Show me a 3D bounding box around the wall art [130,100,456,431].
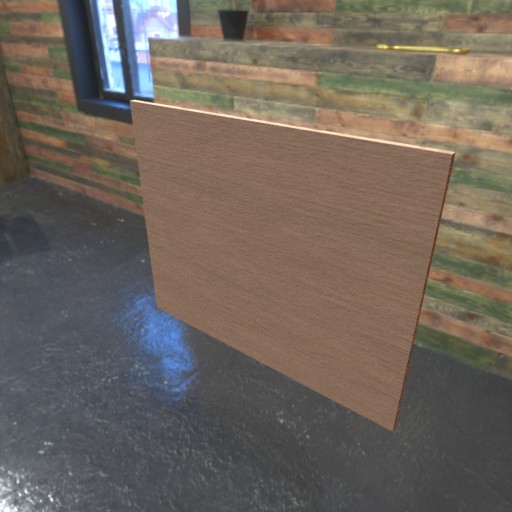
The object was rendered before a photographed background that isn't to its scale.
[{"bbox_3d":[0.000,0.000,0.684,0.508,0.408,0.010,20,35,32],"label":"wall art"}]
